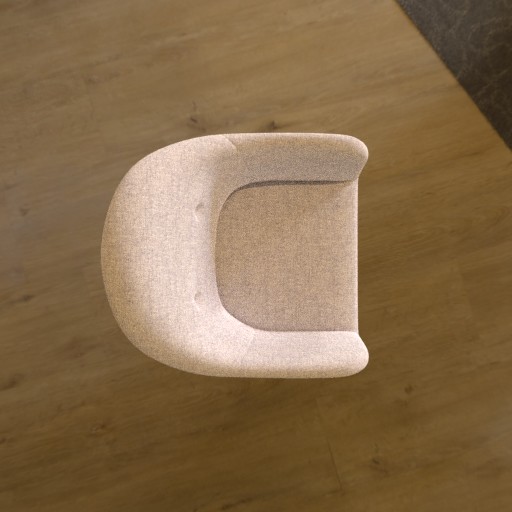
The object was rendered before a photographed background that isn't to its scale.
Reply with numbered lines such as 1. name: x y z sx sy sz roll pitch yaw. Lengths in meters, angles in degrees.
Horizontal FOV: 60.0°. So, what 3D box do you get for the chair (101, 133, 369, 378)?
1. chair: 0.000 0.000 1.179 0.570 0.780 0.540 0 90 0
